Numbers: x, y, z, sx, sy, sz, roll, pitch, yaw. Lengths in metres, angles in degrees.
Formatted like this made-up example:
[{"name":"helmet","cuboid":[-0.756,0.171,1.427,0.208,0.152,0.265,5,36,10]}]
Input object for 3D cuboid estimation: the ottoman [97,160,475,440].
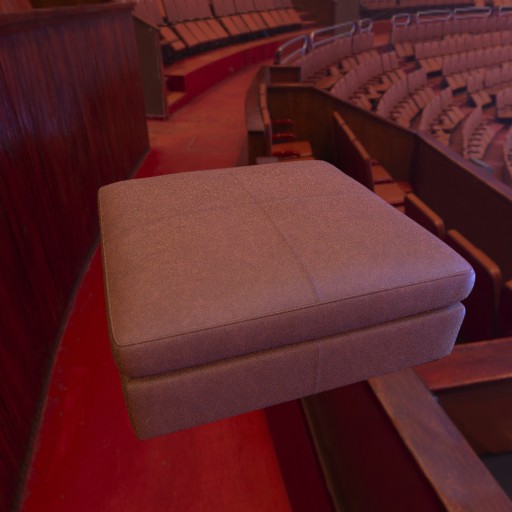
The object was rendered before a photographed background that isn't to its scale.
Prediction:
[{"name":"ottoman","cuboid":[0.000,0.000,1.803,1.168,0.490,1.168,-10,32,-16]}]
